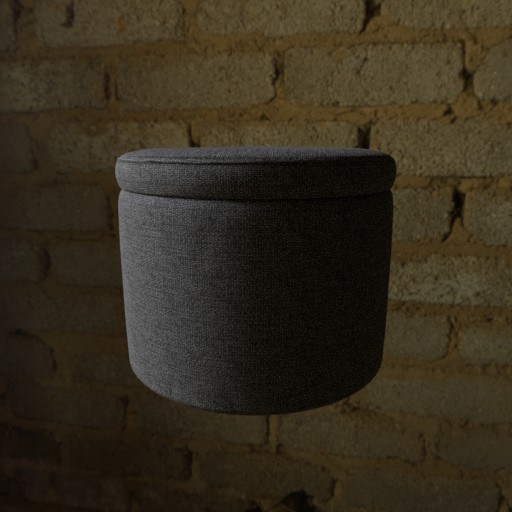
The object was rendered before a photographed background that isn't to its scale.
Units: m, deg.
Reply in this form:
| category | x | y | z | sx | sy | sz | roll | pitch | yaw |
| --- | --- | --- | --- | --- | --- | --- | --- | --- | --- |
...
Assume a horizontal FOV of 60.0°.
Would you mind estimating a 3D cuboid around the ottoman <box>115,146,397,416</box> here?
| category | x | y | z | sx | sy | sz | roll | pitch | yaw |
| --- | --- | --- | --- | --- | --- | --- | --- | --- | --- |
| ottoman | 0.000 | 0.000 | 0.894 | 0.520 | 0.430 | 0.520 | 0 | 14 | 0 |
